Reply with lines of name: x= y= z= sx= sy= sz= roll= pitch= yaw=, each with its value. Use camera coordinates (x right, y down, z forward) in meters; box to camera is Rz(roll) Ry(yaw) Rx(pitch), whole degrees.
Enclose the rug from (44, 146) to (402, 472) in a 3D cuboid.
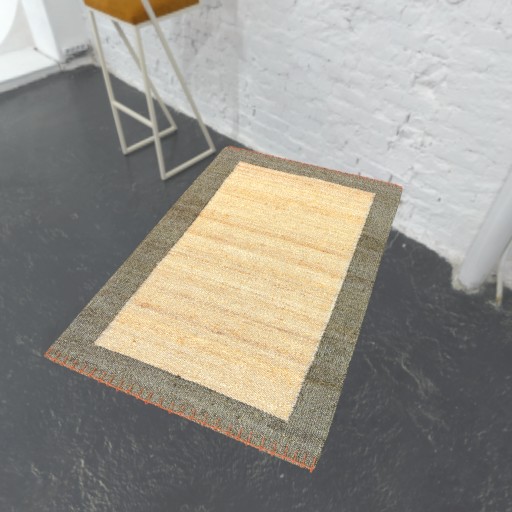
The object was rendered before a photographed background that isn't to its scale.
rug: x=0.000 y=0.000 z=2.310 sx=1.220 sy=0.019 sz=1.838 roll=17 pitch=48 yaw=16
